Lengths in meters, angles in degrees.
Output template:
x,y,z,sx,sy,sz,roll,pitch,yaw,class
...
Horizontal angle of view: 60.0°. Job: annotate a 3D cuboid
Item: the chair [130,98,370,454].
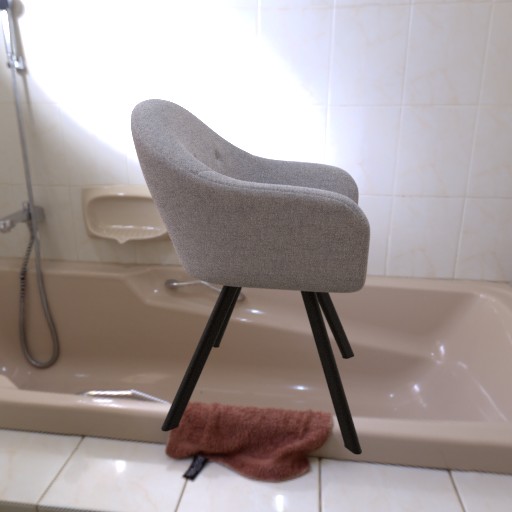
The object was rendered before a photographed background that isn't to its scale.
x,y,z,sx,sy,sz,roll,pitch,yaw,class
0.000,0.000,1.159,0.570,0.780,0.540,3,17,9,chair
